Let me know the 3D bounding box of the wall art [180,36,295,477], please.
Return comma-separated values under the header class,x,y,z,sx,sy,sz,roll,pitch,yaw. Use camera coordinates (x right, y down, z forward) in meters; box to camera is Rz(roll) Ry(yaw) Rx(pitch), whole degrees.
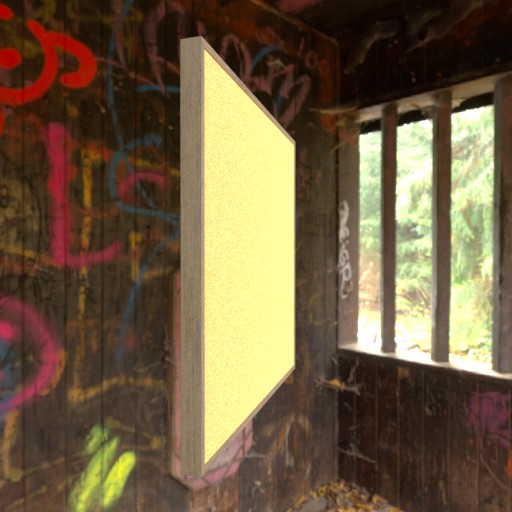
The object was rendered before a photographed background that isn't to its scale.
class,x,y,z,sx,sy,sz,roll,pitch,yaw
wall art,0.000,0.000,1.128,0.039,0.758,0.758,0,0,17
